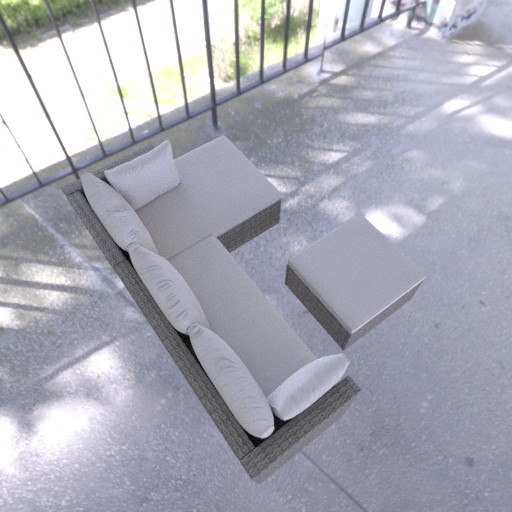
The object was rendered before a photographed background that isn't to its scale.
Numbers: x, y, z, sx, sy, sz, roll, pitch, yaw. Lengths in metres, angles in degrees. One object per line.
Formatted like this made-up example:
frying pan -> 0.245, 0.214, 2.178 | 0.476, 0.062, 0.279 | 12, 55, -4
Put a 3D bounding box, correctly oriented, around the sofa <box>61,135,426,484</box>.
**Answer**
sofa -> 0.000, 0.000, 2.982 | 1.662, 0.766, 2.192 | -32, 63, -18
